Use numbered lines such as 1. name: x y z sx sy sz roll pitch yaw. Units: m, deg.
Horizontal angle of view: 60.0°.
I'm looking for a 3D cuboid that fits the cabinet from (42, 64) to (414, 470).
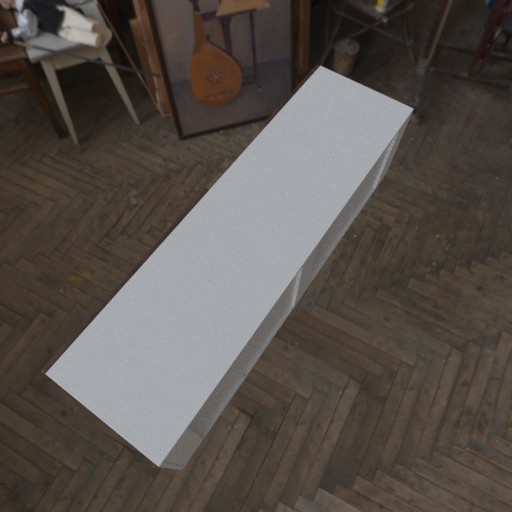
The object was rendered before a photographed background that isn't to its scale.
1. cabinet: 0.000 0.000 1.705 0.431 0.533 1.499 32 67 15
